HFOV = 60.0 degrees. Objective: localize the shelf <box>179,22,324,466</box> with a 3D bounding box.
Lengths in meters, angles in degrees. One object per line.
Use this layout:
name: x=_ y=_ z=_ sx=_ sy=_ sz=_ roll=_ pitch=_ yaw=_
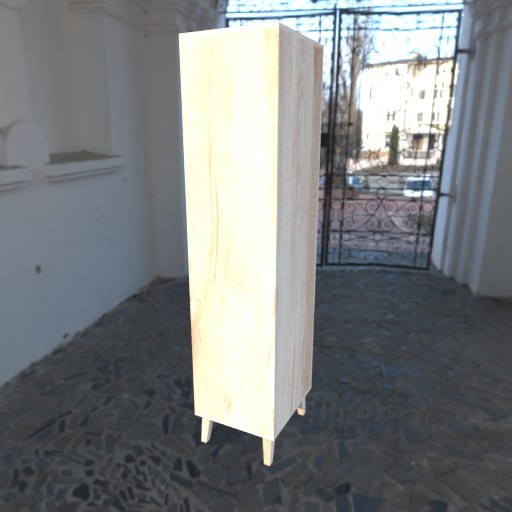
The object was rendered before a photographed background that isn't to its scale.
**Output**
shelf: x=0.000 y=0.000 z=2.199 sx=0.450 sy=1.960 sz=0.510 roll=8 pitch=17 yaw=26
